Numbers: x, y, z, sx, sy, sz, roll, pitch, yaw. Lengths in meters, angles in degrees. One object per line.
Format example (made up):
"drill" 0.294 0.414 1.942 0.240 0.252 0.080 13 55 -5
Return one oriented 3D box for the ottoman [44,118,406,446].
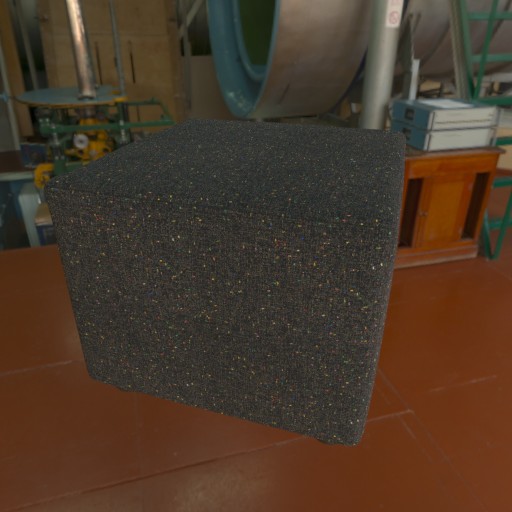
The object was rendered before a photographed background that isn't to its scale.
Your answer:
"ottoman" 0.000 0.000 0.865 0.508 0.432 0.508 9 29 16
